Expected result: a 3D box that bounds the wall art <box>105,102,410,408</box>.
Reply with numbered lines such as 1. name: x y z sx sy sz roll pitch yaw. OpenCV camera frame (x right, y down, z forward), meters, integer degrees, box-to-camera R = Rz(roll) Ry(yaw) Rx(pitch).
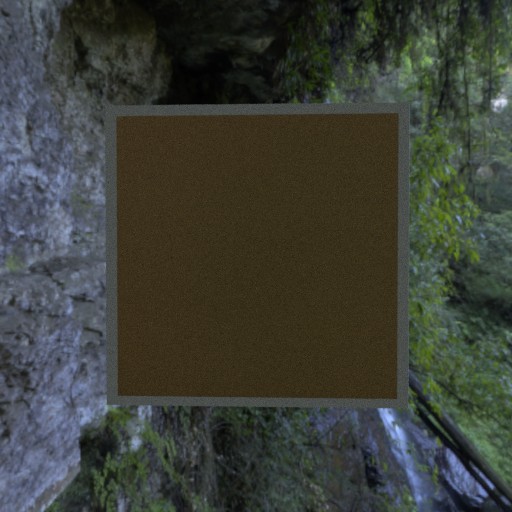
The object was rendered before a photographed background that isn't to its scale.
1. wall art: 0.000 0.000 0.459 0.307 0.307 0.020 0 1 2
